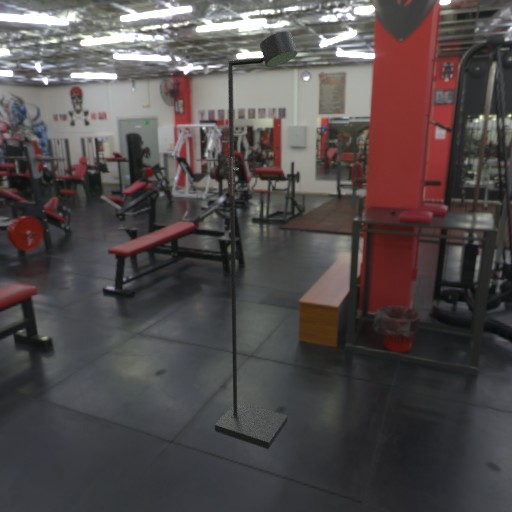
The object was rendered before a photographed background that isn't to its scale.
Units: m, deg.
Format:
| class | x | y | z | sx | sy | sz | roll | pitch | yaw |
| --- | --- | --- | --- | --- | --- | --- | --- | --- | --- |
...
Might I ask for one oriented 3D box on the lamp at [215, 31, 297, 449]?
| class | x | y | z | sx | sy | sz | roll | pitch | yaw |
| --- | --- | --- | --- | --- | --- | --- | --- | --- | --- |
| lamp | 0.000 | 0.000 | 1.764 | 0.304 | 1.600 | 0.203 | 8 | 17 | 25 |
